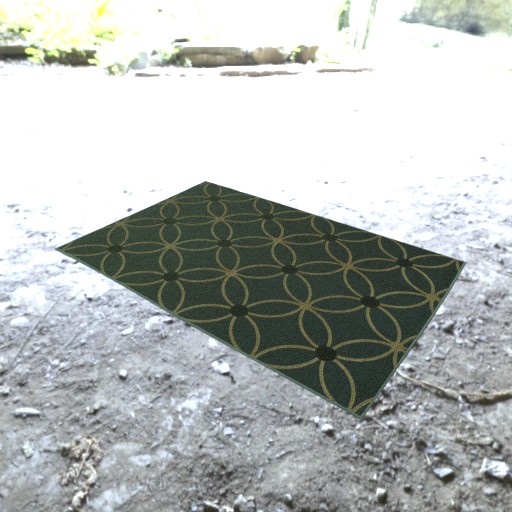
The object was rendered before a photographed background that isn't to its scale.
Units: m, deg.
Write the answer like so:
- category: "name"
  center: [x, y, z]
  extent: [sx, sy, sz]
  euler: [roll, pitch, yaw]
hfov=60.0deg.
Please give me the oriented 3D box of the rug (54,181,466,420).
- category: "rug"
  center: [0.000, 0.000, 2.929]
  extent: [2.284, 0.008, 1.522]
  euler: [22, 38, 31]
